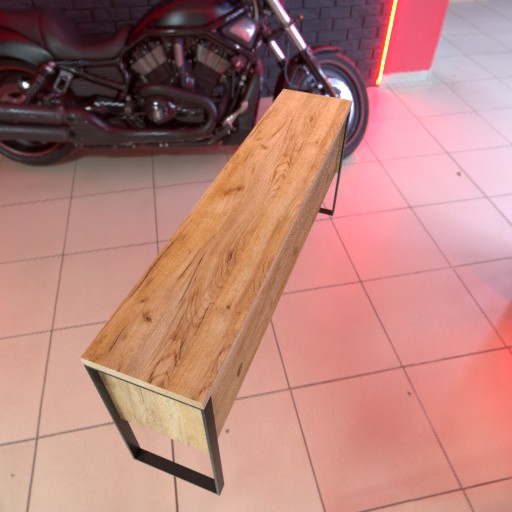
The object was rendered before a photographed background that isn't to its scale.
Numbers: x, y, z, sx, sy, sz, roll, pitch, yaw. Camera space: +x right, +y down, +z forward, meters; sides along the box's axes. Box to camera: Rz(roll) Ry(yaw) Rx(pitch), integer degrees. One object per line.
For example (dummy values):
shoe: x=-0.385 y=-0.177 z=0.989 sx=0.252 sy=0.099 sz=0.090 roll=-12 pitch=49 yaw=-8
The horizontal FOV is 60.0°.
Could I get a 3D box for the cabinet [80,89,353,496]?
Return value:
cabinet: x=0.000 y=0.000 z=2.059 sx=0.395 sy=0.762 sz=1.800 roll=15 pitch=47 yaw=15
